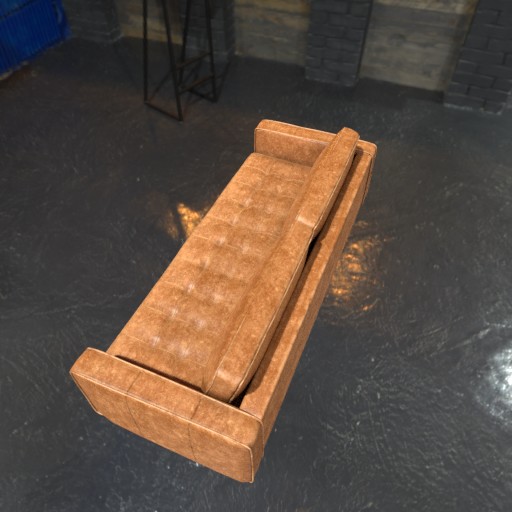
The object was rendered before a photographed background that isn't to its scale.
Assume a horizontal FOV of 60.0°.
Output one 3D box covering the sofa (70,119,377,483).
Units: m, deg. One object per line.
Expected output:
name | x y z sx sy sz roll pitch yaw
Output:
sofa | 0.000 0.000 2.590 0.886 0.779 2.199 18 51 15
